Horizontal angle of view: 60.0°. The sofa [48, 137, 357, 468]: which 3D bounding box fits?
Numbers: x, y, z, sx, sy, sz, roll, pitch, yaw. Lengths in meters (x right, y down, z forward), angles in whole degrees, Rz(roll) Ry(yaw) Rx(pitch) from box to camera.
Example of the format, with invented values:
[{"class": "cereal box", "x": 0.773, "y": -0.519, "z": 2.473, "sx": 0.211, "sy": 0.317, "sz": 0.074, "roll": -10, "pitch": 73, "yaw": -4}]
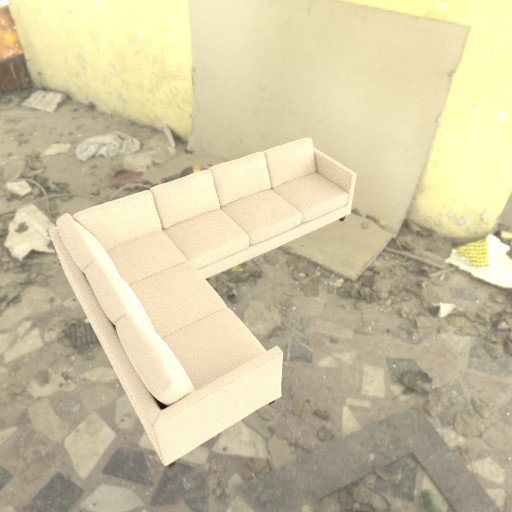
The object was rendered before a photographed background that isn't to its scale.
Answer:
[{"class": "sofa", "x": 0.000, "y": 0.000, "z": 4.303, "sx": 3.182, "sy": 0.863, "sz": 2.432, "roll": -24, "pitch": 46, "yaw": -25}]
